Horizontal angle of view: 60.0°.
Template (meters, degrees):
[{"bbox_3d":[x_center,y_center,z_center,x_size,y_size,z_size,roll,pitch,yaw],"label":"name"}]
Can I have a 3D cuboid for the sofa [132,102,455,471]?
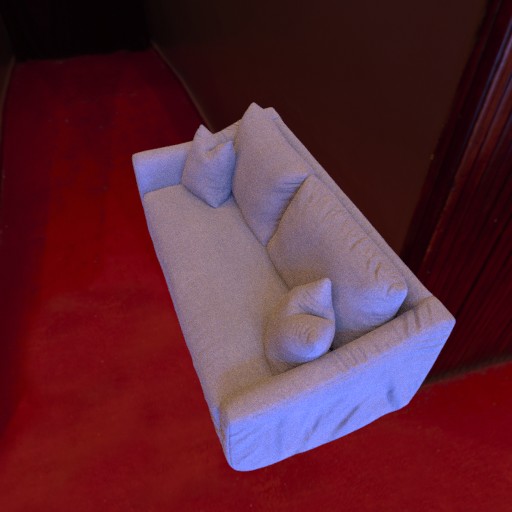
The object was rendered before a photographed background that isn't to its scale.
[{"bbox_3d":[0.000,0.000,2.628,1.072,1.018,2.010,-16,48,-15],"label":"sofa"}]
